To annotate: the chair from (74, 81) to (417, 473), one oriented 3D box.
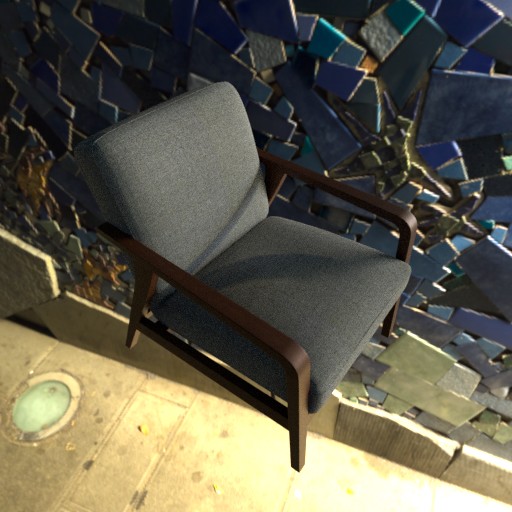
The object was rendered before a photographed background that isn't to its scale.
[{"bbox_3d":[0.000,0.000,1.446,0.858,0.847,0.704,26,48,27],"label":"chair"}]
